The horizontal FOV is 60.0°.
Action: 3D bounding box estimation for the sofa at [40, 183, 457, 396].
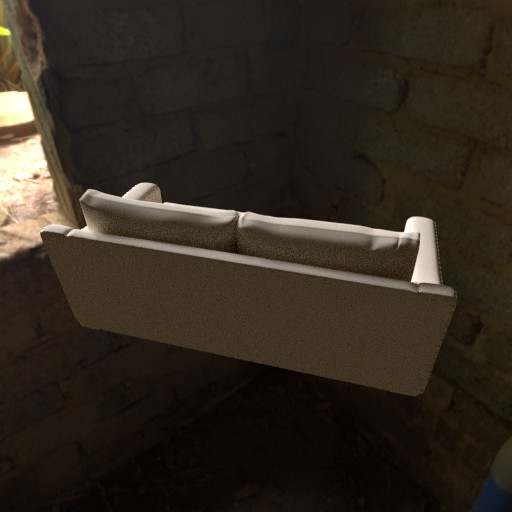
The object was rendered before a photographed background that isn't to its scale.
[{"bbox_3d":[0.000,0.000,2.361,1.812,0.830,0.949,9,35,13],"label":"sofa"}]
